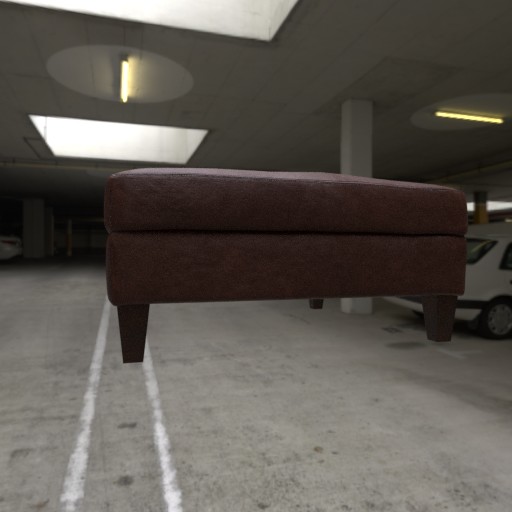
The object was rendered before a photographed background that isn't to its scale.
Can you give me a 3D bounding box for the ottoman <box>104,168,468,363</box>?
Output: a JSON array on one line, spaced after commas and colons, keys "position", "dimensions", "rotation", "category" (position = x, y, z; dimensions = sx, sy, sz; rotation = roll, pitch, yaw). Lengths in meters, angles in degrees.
[{"position": [0.000, 0.000, 1.317], "dimensions": [0.844, 0.415, 0.836], "rotation": [0, 0, -17], "category": "ottoman"}]
